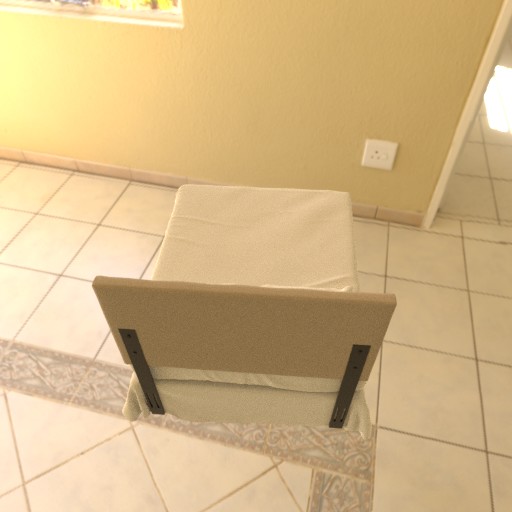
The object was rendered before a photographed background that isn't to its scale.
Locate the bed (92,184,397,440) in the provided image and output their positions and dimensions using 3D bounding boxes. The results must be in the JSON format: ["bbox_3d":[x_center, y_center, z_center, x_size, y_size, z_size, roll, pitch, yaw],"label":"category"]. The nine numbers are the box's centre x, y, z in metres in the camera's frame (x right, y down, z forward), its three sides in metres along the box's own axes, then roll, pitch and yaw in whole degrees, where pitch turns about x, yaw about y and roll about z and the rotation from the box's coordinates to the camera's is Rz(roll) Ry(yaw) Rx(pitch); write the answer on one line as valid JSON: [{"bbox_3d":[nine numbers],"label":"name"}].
[{"bbox_3d":[0.000,0.000,3.590,1.936,1.577,2.222,3,47,3],"label":"bed"}]
